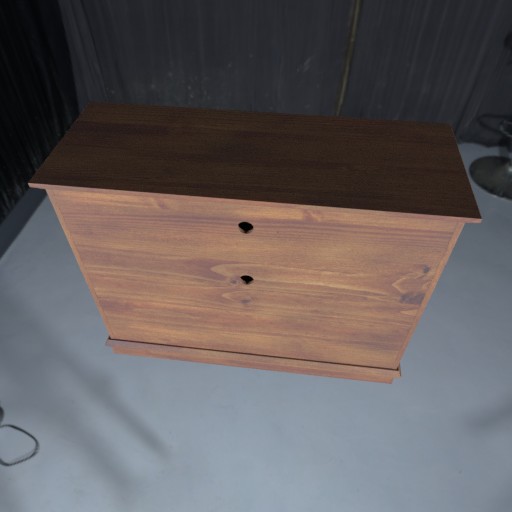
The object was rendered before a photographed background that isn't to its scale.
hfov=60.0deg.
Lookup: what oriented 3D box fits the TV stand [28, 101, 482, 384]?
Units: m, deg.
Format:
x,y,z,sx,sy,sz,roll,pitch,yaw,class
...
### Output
x,y,z,sx,sy,sz,roll,pitch,yaw,class
0.000,0.000,1.467,1.067,0.813,0.406,5,47,5,TV stand
